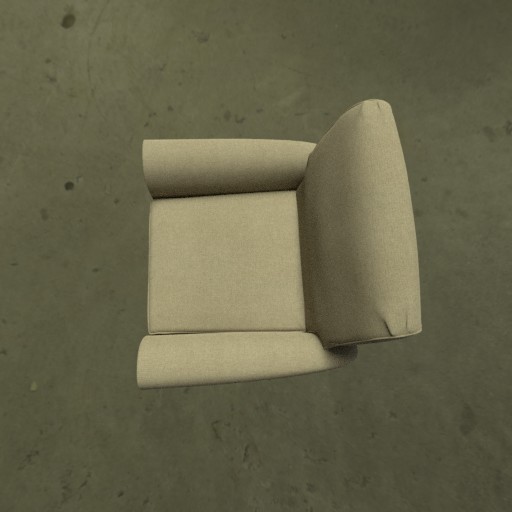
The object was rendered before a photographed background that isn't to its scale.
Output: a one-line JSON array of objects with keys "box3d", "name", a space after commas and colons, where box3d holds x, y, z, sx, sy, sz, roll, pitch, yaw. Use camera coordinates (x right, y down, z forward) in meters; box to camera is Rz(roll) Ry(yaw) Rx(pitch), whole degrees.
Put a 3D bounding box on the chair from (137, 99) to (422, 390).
[{"box3d": [0.000, 0.000, 1.757, 0.905, 1.061, 0.978, -2, 75, -1], "name": "chair"}]
